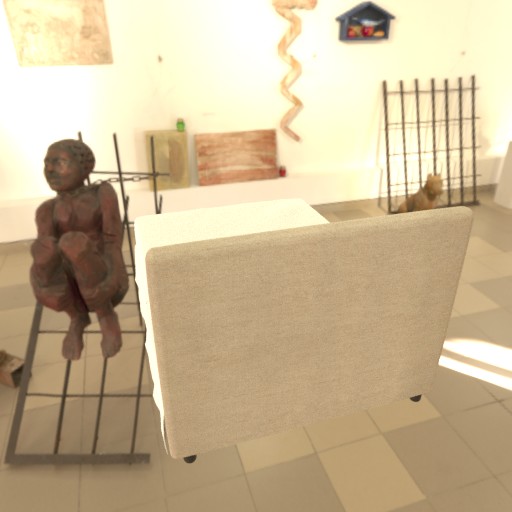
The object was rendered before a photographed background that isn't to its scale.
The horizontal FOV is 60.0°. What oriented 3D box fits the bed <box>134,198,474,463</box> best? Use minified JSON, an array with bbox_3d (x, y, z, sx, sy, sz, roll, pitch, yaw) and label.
[{"bbox_3d":[0.000,0.000,3.214,1.713,1.330,2.162,-8,29,-16],"label":"bed"}]
